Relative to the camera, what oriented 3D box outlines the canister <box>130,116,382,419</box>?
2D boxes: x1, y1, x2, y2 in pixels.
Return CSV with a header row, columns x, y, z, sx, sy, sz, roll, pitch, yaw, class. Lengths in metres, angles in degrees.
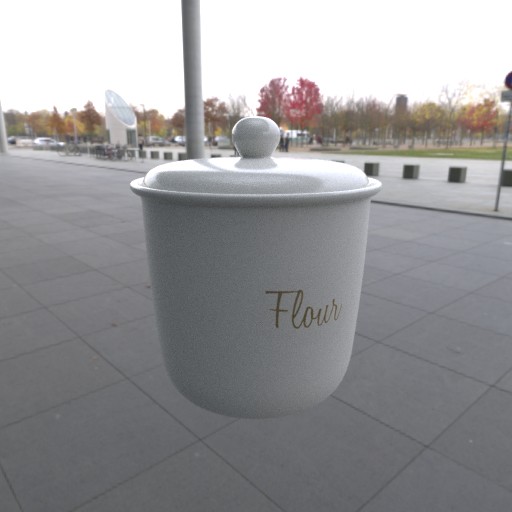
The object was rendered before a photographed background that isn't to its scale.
x,y,z,sx,sy,sz,roll,pitch,yaw,class
0.000,0.000,0.346,0.182,0.208,0.182,0,15,0,canister
